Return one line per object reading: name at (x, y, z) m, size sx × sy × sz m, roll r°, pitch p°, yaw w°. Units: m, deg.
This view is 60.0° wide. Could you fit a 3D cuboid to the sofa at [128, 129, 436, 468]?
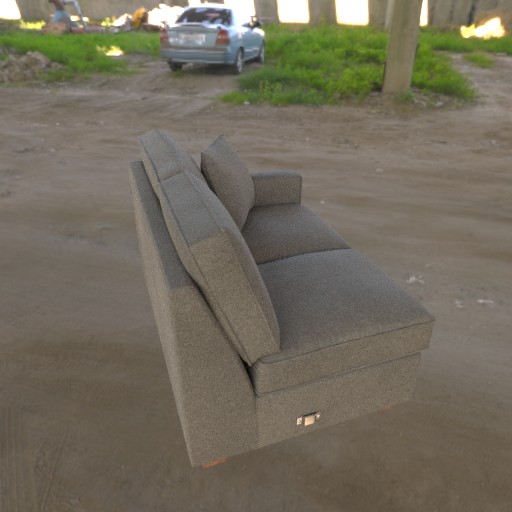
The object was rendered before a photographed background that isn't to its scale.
sofa at (0.000, 0.000, 2.067) m, size 0.991 × 0.989 × 1.388 m, roll -10°, pitch 31°, yaw -17°
